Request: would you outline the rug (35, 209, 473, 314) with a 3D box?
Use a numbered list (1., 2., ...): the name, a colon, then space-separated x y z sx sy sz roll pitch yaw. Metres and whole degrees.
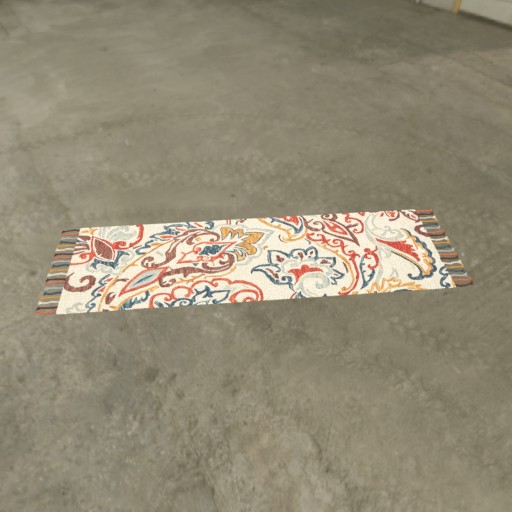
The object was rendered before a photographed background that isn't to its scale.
1. rug: 0.000 0.000 2.956 2.682 0.015 0.763 -4 45 -3
